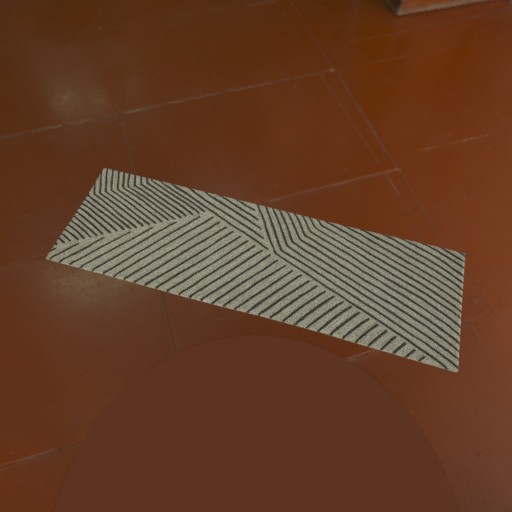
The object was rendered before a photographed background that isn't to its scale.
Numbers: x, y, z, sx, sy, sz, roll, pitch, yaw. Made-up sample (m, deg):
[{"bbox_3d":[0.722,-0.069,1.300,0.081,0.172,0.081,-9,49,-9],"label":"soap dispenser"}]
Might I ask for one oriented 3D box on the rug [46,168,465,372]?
[{"bbox_3d":[0.000,0.000,2.698,2.439,0.020,0.773,14,59,9],"label":"rug"}]
